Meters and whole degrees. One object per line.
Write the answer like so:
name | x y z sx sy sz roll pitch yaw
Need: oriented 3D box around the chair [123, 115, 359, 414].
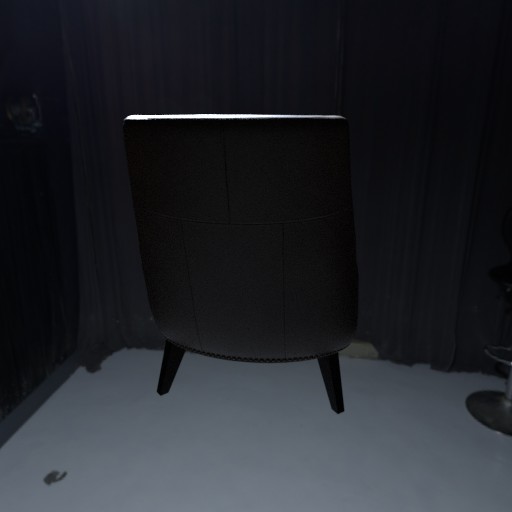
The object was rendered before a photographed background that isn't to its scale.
chair | 0.000 0.000 1.506 0.701 0.909 0.861 3 18 9
